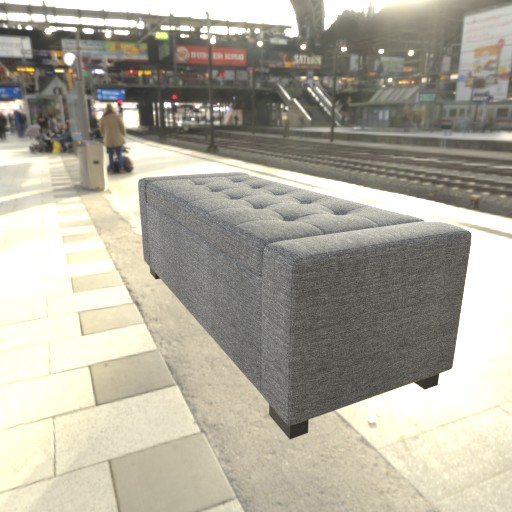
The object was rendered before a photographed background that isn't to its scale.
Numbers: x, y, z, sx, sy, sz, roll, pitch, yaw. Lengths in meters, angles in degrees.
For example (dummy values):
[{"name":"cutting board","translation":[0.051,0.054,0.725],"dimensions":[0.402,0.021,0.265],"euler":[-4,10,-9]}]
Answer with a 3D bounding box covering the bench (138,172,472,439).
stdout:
[{"name":"bench","translation":[0.000,0.000,1.545],"dimensions":[0.508,0.445,1.296],"euler":[-9,19,-26]}]
